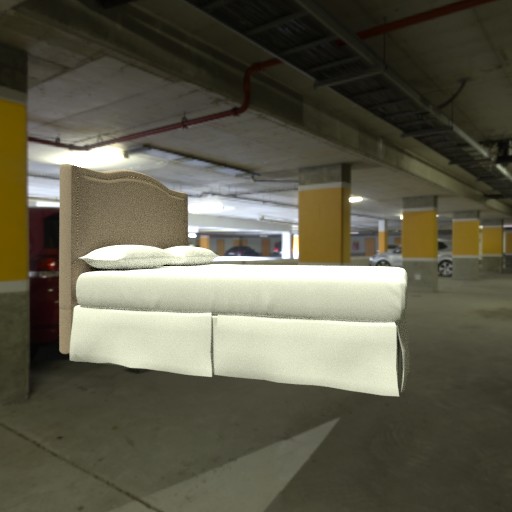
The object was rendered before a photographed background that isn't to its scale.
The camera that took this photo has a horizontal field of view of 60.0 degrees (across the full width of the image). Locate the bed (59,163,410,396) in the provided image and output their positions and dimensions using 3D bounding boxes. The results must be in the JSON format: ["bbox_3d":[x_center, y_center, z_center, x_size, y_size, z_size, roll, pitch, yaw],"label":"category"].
[{"bbox_3d":[0.000,0.000,3.476,2.282,1.436,1.821,0,1,19],"label":"bed"}]
